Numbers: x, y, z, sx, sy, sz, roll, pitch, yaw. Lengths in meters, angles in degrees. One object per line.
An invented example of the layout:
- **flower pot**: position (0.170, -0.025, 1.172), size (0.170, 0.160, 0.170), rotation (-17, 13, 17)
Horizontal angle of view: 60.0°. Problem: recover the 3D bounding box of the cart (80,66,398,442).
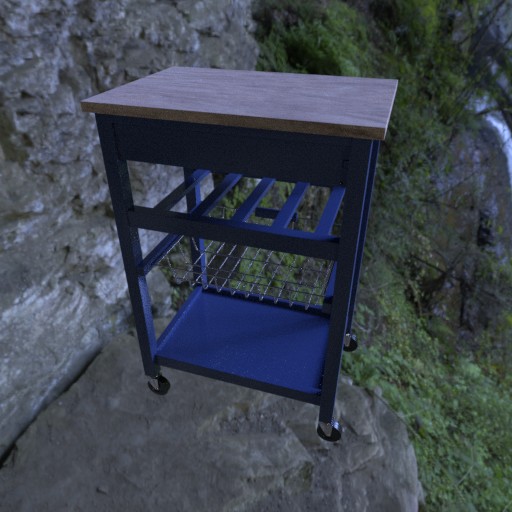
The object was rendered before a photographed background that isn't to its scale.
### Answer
- **cart**: position (0.000, 0.000, 1.166), size (0.584, 0.839, 0.403), rotation (10, 34, 15)
